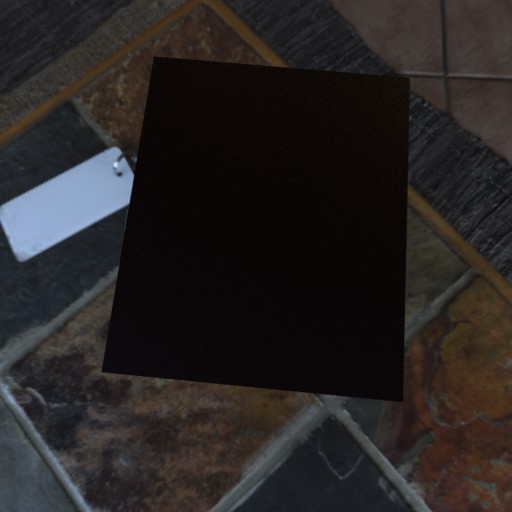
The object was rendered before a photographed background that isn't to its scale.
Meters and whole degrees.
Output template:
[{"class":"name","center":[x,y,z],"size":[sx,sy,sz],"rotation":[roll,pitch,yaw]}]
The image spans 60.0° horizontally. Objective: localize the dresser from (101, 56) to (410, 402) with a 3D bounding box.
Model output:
[{"class":"dresser","center":[0.000,0.000,0.759],"size":[0.360,0.470,0.400],"rotation":[5,77,1]}]
